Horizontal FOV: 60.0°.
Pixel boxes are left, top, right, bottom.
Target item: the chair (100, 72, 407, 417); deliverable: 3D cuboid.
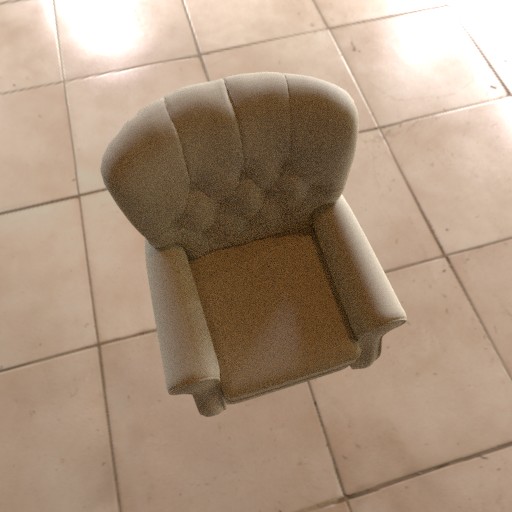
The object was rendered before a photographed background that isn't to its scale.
[{"bbox_3d":[0.000,0.000,2.011,1.035,1.169,1.132,-15,65,-7],"label":"chair"}]
